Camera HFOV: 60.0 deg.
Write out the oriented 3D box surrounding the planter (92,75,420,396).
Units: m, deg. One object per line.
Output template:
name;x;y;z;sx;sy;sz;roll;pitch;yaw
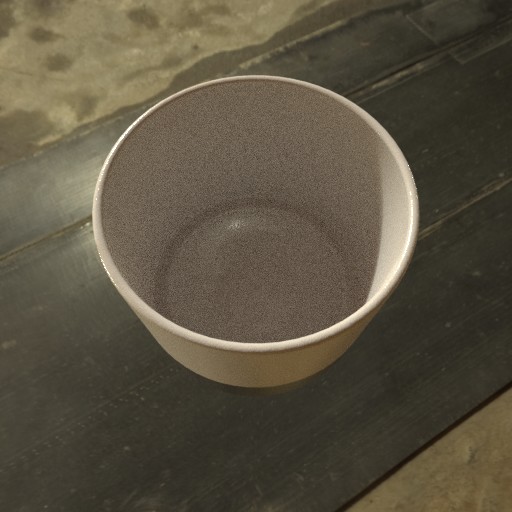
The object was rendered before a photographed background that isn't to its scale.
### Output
planter;0.000;0.000;0.342;0.193;0.177;0.193;0;65;0
